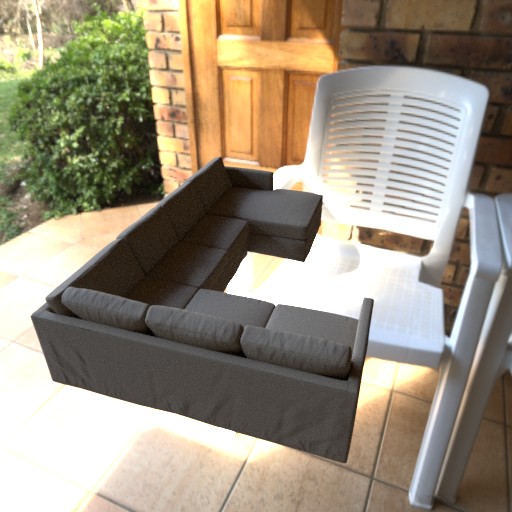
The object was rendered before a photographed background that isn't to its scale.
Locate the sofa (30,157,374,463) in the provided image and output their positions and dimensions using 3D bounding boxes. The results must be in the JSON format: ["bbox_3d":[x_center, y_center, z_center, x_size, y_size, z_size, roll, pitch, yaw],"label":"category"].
[{"bbox_3d":[0.000,0.000,4.493,2.427,0.882,3.460,9,33,15],"label":"sofa"}]
